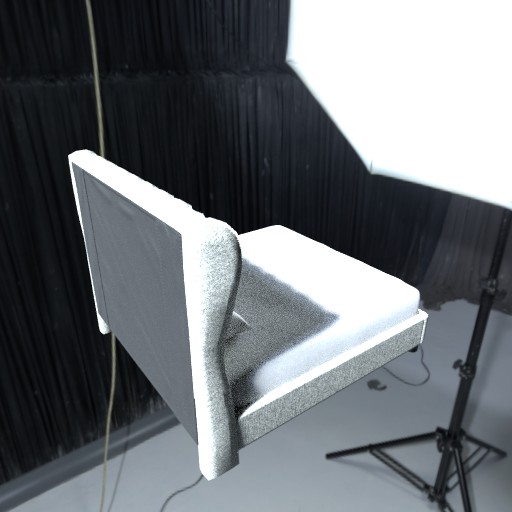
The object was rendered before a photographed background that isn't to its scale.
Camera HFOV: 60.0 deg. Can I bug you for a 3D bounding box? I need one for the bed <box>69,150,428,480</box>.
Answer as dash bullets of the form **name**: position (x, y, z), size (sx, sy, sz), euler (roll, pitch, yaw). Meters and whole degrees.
- **bed**: position (0.000, 0.000, 3.901), size (2.347, 1.771, 2.219), euler (-17, 30, -32)
